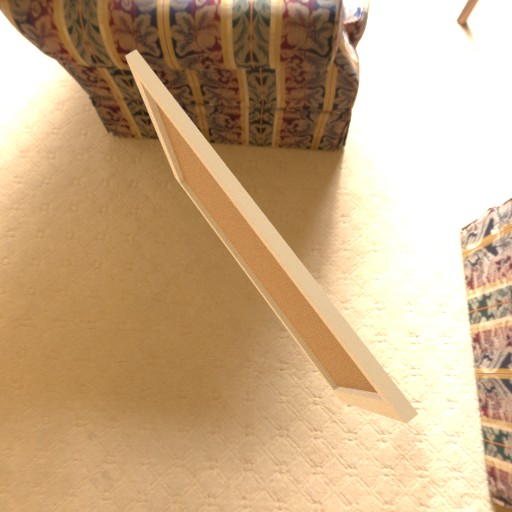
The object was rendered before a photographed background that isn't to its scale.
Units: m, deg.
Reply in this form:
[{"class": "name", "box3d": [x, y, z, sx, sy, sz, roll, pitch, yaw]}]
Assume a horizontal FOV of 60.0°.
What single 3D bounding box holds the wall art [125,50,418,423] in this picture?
[{"class": "wall art", "box3d": [0.000, 0.000, 1.440, 0.038, 0.767, 1.144, -35, 78, -9]}]
